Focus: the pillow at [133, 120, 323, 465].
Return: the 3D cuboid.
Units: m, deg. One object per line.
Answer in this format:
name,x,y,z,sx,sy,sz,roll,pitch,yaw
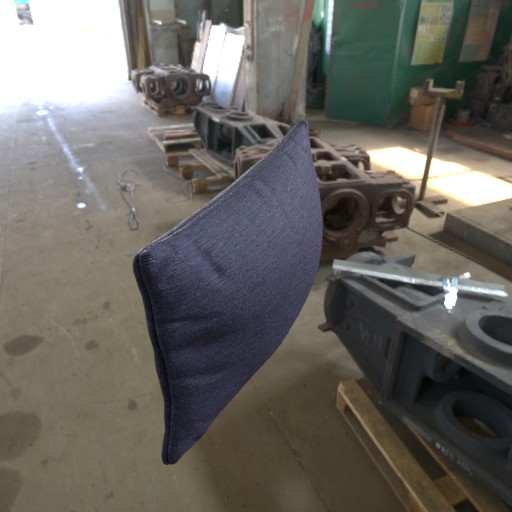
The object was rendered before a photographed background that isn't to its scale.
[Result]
pillow,0.000,0.000,0.780,0.210,0.338,0.633,11,32,18
